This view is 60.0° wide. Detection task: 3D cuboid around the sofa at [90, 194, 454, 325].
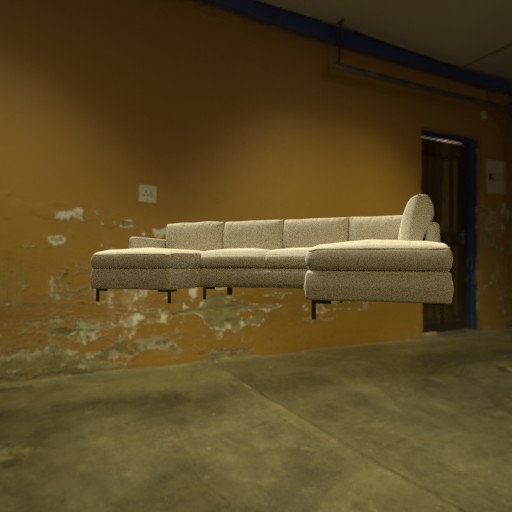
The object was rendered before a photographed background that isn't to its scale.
[{"bbox_3d":[0.000,0.000,3.549,2.737,0.756,1.879,0,-1,19],"label":"sofa"}]
